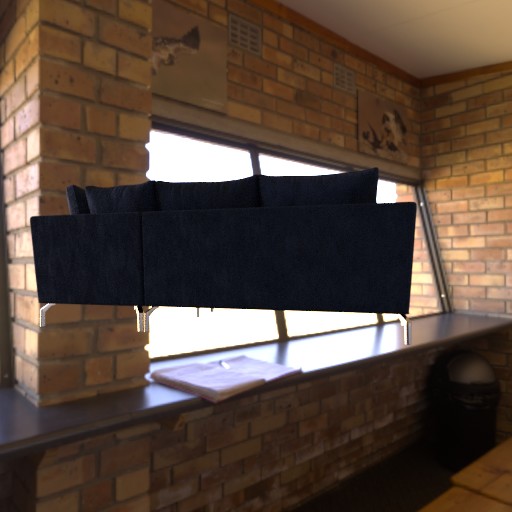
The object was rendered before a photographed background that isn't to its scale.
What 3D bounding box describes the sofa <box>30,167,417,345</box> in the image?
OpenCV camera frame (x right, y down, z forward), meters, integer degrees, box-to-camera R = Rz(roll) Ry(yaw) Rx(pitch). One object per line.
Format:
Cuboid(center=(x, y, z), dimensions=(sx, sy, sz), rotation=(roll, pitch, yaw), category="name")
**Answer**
Cuboid(center=(0.000, 0.000, 3.812), dimensions=(2.472, 0.988, 2.463), rotation=(0, -1, 17), category="sofa")
